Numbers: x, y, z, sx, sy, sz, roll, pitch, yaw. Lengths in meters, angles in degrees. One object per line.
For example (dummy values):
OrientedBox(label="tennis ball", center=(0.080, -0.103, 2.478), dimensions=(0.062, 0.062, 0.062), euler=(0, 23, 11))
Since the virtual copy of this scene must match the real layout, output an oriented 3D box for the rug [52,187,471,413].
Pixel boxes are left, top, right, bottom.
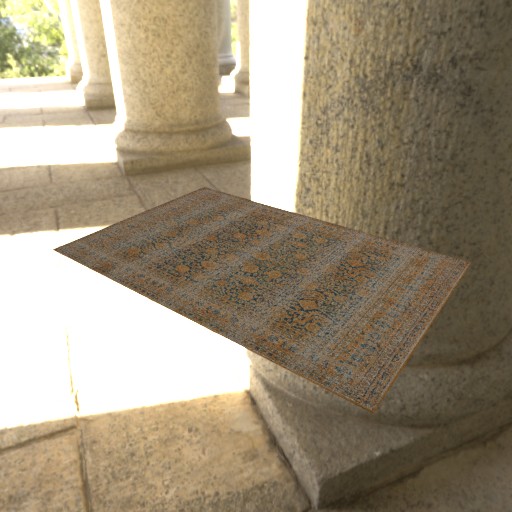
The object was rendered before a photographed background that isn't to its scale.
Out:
OrientedBox(label="rug", center=(0.000, 0.000, 2.943), dimensions=(2.336, 0.007, 1.525), euler=(20, 35, 32))
